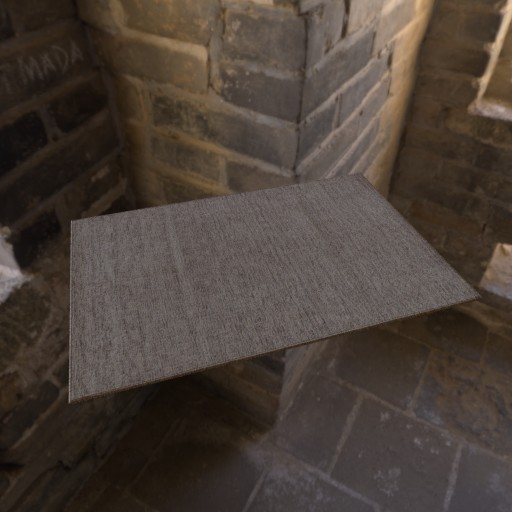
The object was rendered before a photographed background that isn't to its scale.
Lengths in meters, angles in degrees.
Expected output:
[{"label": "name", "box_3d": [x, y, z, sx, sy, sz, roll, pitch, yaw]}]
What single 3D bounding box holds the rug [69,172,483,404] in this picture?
[{"label": "rug", "box_3d": [0.000, 0.000, 2.284, 1.822, 0.018, 1.211, -11, 42, -13]}]
